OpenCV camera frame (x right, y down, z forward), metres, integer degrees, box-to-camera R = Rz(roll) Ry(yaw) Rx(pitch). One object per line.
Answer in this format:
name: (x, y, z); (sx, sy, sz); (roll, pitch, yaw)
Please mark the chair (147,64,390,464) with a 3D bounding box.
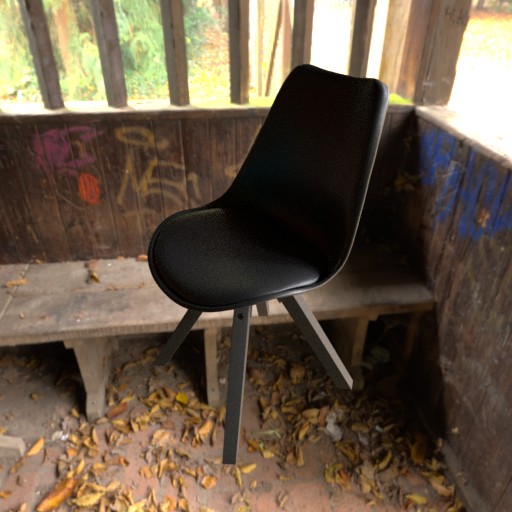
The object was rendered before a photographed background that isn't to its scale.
chair: (0.000, 0.000, 1.149); (0.530, 0.850, 0.485); (-21, 39, -29)
